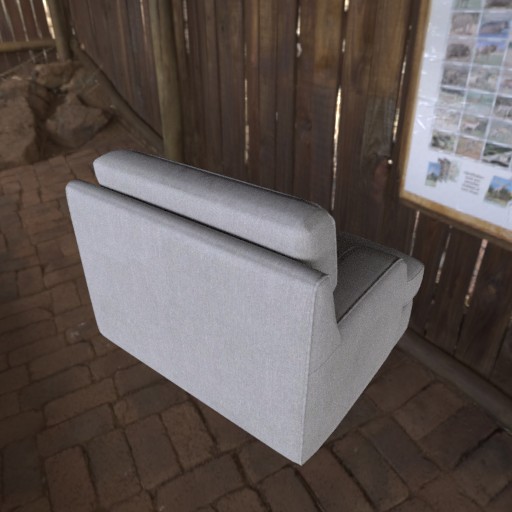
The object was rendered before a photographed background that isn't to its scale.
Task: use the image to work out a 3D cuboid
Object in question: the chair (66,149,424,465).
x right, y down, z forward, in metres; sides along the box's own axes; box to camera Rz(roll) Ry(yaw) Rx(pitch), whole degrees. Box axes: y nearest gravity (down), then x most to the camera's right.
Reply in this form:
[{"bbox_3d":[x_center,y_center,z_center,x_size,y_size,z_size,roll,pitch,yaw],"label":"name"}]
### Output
[{"bbox_3d":[0.000,0.000,2.017,1.270,0.974,1.043,22,37,31],"label":"chair"}]
